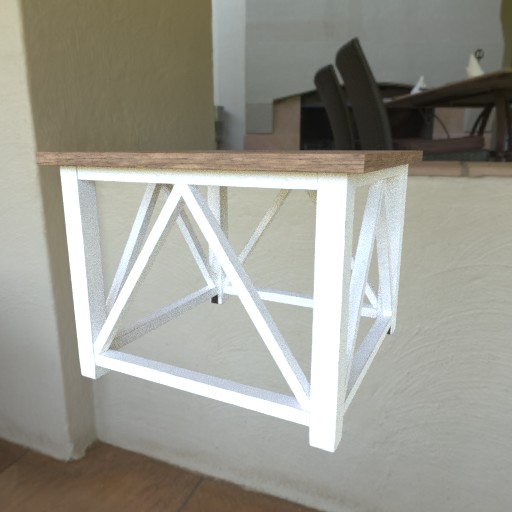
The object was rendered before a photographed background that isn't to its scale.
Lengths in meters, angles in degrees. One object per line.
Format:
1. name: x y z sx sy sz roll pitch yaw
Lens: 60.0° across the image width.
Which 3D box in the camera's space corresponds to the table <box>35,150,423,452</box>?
1. table: 0.000 0.000 1.157 0.700 0.532 0.700 7 15 26
